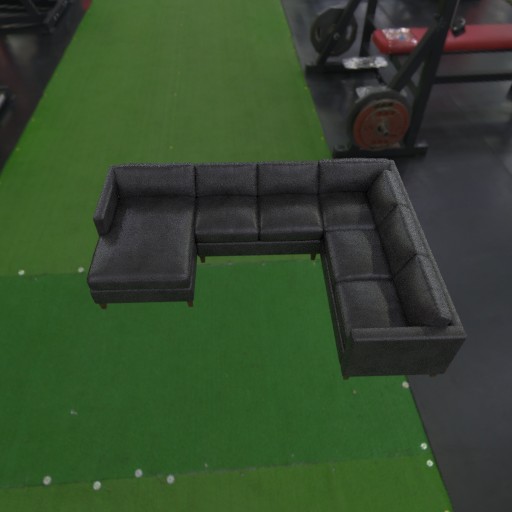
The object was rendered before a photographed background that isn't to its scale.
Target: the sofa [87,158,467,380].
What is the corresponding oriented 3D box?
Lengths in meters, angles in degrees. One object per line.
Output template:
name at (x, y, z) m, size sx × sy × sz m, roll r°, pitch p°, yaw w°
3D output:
sofa at (0.000, 0.000, 4.559) m, size 3.324 × 0.891 × 2.452 m, roll -1°, pitch 47°, yaw -1°
